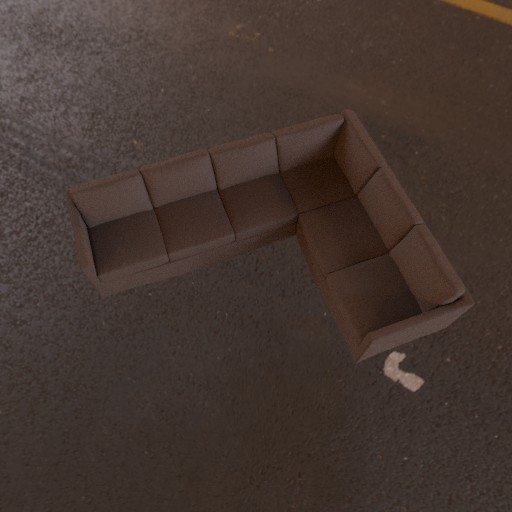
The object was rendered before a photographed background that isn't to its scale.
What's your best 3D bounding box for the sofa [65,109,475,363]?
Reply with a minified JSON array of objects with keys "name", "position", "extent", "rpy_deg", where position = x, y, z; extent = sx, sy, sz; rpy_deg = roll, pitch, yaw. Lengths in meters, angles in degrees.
[{"name":"sofa","position":[0.000,0.000,4.328],"extent":[3.182,0.871,2.432],"rpy_deg":[-18,64,-9]}]
